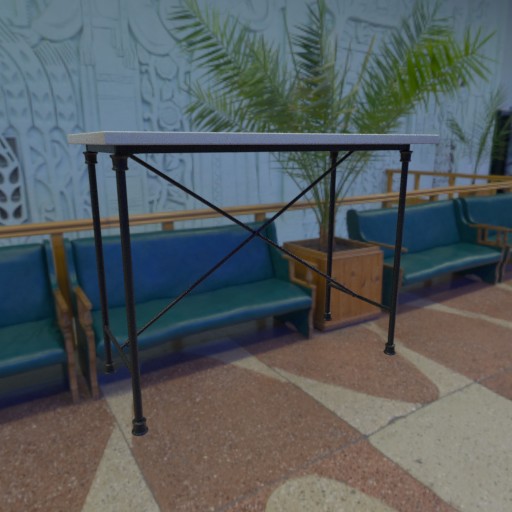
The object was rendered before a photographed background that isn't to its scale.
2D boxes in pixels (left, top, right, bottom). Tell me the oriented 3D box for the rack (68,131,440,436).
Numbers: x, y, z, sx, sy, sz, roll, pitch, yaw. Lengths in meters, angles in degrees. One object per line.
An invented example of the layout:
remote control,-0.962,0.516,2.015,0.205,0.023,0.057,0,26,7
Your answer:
rack,0.000,0.000,1.669,1.159,0.880,0.613,-8,17,-29
